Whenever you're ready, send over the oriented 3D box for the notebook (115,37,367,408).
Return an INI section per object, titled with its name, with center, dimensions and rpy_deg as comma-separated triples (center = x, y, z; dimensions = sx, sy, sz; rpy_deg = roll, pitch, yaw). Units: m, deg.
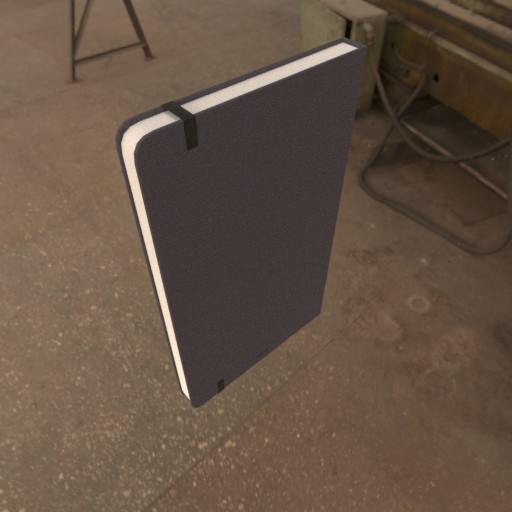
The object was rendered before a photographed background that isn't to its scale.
[notebook]
center = 0.000, 0.000, 0.261
dimensions = 0.127, 0.213, 0.016
rpy_deg = -32, 54, -27
